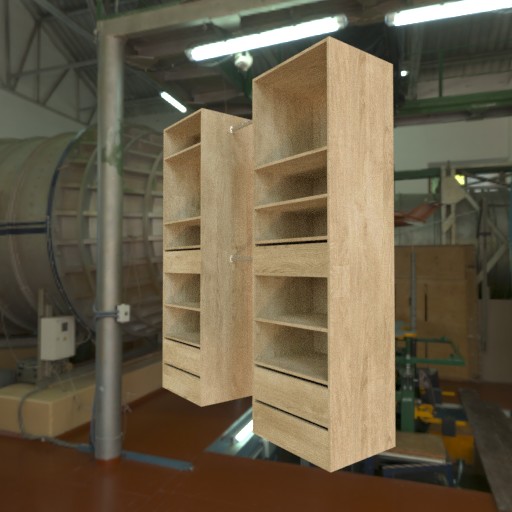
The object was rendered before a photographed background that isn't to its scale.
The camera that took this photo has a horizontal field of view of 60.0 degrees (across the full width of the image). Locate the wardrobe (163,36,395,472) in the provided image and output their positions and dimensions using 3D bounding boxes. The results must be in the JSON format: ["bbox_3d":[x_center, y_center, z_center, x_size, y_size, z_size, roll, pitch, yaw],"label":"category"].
[{"bbox_3d":[0.000,0.000,2.883,0.480,2.000,1.770,1,-2,-37],"label":"wardrobe"}]
